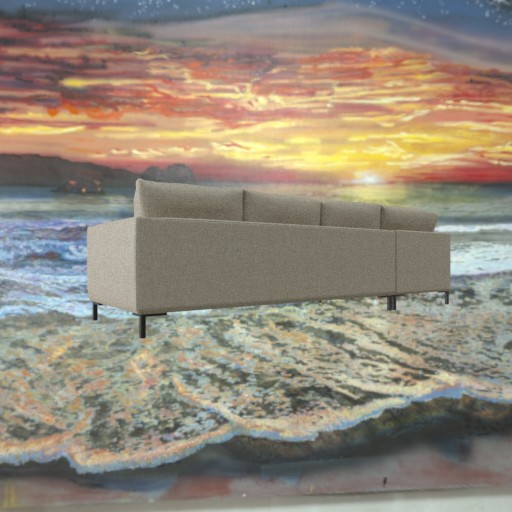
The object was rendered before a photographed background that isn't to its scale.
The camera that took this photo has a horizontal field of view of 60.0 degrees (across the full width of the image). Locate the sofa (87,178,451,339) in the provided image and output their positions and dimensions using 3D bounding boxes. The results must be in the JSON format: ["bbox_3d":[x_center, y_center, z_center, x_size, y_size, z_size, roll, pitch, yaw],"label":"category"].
[{"bbox_3d":[0.000,0.000,3.181,2.423,0.703,1.617,0,0,-36],"label":"sofa"}]
